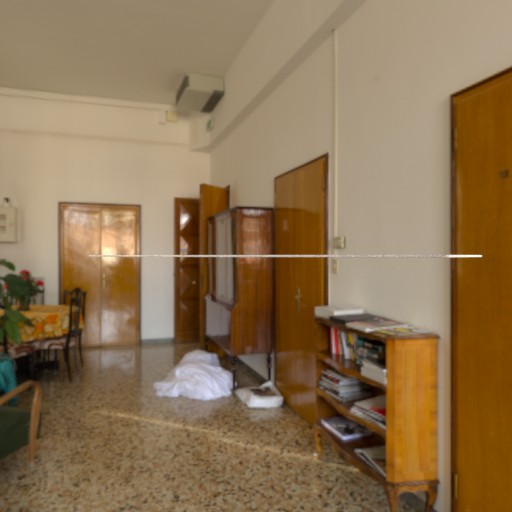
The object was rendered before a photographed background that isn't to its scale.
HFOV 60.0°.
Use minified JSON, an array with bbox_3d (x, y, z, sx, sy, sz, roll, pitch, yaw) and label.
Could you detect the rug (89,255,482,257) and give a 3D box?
[{"bbox_3d":[0.000,0.000,2.774,2.435,0.011,0.750,0,0,36],"label":"rug"}]
